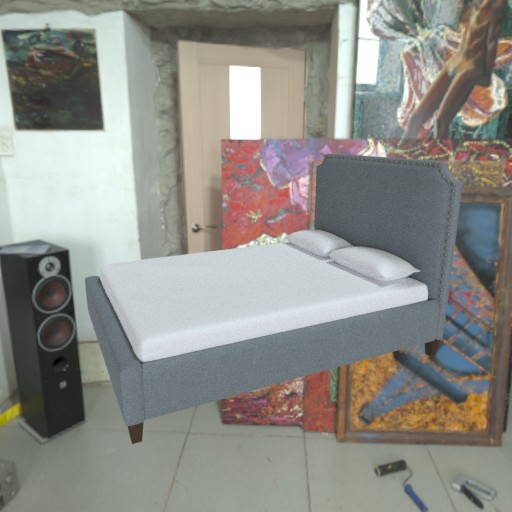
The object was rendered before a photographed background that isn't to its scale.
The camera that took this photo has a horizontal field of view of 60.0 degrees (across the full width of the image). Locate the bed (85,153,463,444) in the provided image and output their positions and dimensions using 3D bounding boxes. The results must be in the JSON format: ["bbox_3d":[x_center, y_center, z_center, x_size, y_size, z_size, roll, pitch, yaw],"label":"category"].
[{"bbox_3d":[0.000,0.000,3.411,2.372,1.443,1.712,-8,17,-25],"label":"bed"}]
